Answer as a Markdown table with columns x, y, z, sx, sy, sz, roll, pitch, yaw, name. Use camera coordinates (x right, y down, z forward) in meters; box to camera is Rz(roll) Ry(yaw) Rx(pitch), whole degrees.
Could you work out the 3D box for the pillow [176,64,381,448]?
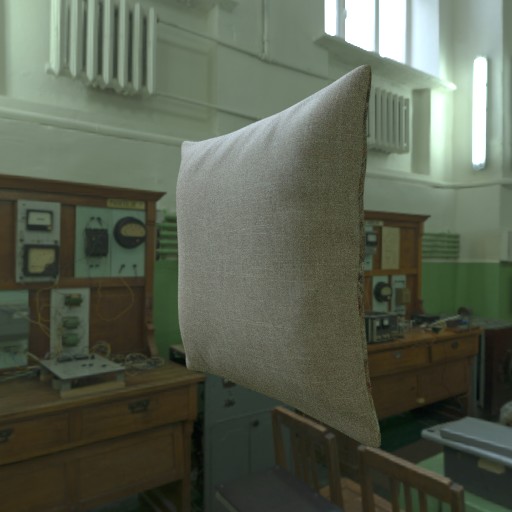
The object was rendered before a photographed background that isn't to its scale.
| x | y | z | sx | sy | sz | roll | pitch | yaw | name |
| --- | --- | --- | --- | --- | --- | --- | --- | --- | --- |
| 0.000 | 0.000 | 0.784 | 0.166 | 0.506 | 0.523 | 0 | 0 | -37 | pillow |
